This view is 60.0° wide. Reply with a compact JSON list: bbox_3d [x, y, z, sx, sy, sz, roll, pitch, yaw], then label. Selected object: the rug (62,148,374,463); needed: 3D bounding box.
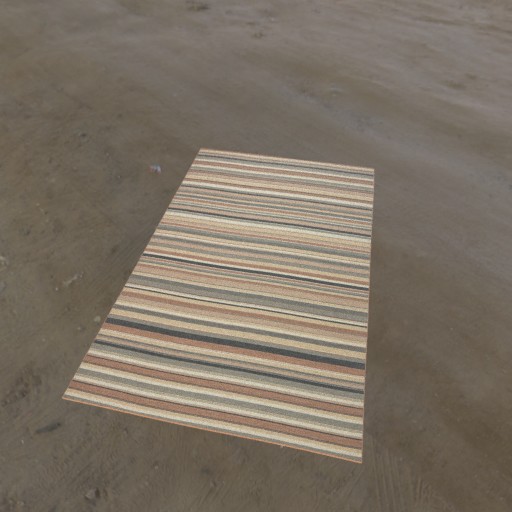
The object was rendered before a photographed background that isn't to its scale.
[{"bbox_3d":[0.000,0.000,3.004,1.523,0.014,2.438,9,46,8],"label":"rug"}]
